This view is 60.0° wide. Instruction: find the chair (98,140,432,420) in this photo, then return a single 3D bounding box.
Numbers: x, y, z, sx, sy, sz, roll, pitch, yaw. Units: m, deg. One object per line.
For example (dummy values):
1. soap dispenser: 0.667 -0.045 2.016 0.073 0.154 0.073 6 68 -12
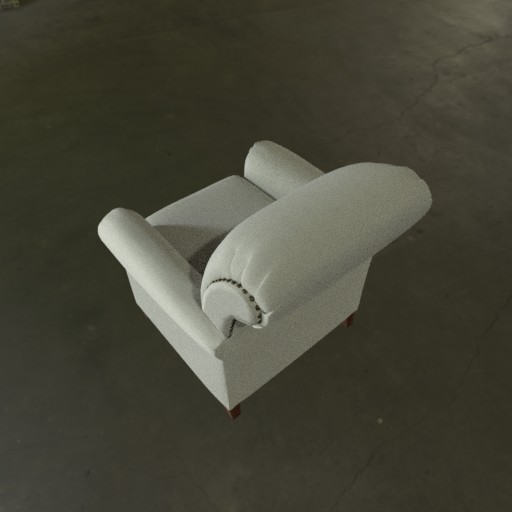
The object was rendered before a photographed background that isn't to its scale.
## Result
1. chair: 0.000 0.000 1.662 0.854 0.927 0.890 -32 54 -26
